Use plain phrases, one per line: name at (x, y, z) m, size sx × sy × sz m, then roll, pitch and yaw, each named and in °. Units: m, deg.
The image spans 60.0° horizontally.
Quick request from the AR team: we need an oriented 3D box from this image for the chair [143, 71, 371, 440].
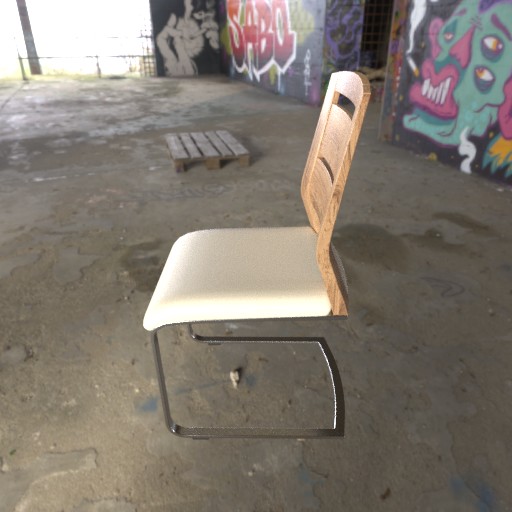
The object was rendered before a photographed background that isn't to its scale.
chair at (0.000, 0.000, 1.245) m, size 0.561 × 0.955 × 0.457 m, roll 0°, pitch 27°, yaw 1°
